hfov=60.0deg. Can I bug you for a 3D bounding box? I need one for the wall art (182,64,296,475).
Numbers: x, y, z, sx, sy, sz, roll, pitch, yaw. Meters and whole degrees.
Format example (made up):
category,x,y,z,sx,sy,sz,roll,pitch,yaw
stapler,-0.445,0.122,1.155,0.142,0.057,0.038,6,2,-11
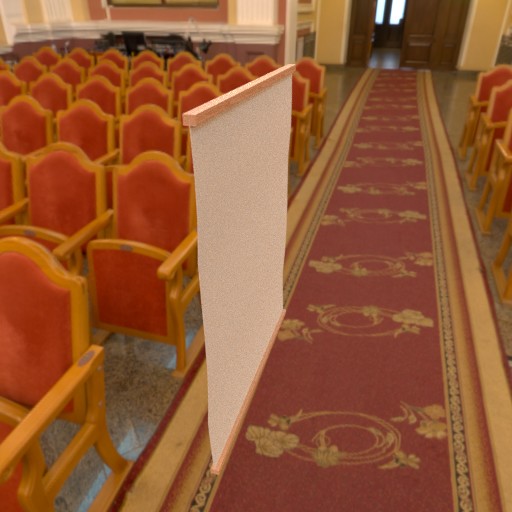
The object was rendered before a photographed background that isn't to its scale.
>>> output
category,x,y,z,sx,sy,sz,roll,pitch,yaw
wall art,0.000,0.000,0.688,0.013,0.508,0.406,9,31,15
